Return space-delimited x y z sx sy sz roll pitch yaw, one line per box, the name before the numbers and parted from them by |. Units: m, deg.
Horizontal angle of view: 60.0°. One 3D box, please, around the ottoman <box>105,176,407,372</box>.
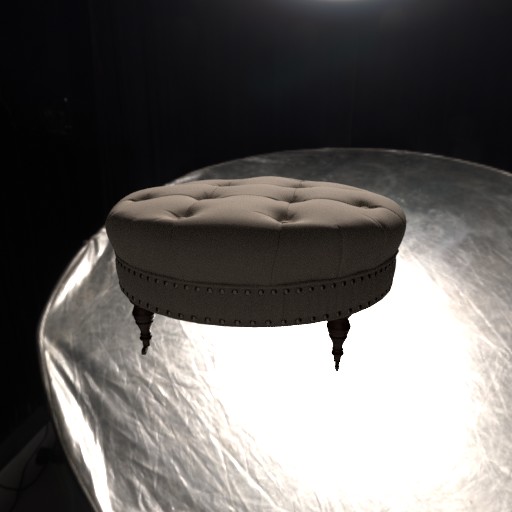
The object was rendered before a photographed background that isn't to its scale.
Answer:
ottoman | 0.000 0.000 1.411 0.901 0.439 0.901 0 17 0
